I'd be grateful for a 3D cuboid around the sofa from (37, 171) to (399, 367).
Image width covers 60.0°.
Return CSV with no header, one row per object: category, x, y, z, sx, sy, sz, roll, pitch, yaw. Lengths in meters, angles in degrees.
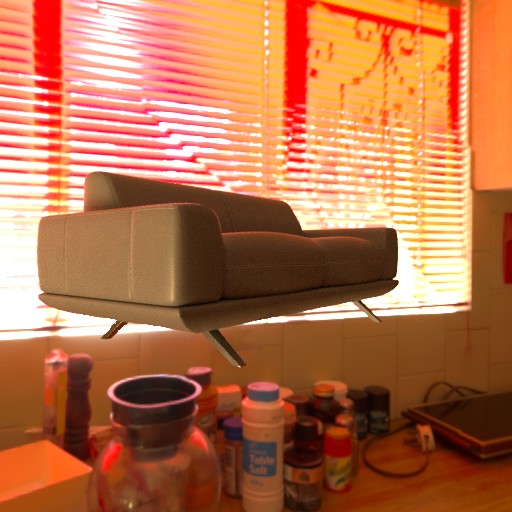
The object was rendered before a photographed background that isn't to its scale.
sofa,0.000,0.000,2.337,0.900,0.772,1.901,0,1,38
